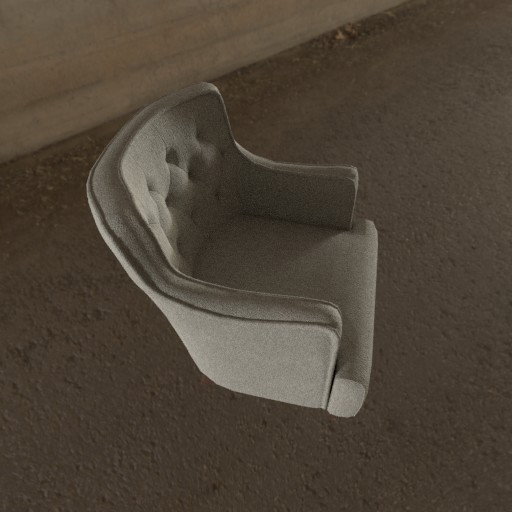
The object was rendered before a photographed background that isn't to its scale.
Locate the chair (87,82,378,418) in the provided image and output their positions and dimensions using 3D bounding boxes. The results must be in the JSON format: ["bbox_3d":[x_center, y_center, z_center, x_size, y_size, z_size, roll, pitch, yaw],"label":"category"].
[{"bbox_3d":[0.000,0.000,1.594,0.910,0.920,0.820,9,47,9],"label":"chair"}]
